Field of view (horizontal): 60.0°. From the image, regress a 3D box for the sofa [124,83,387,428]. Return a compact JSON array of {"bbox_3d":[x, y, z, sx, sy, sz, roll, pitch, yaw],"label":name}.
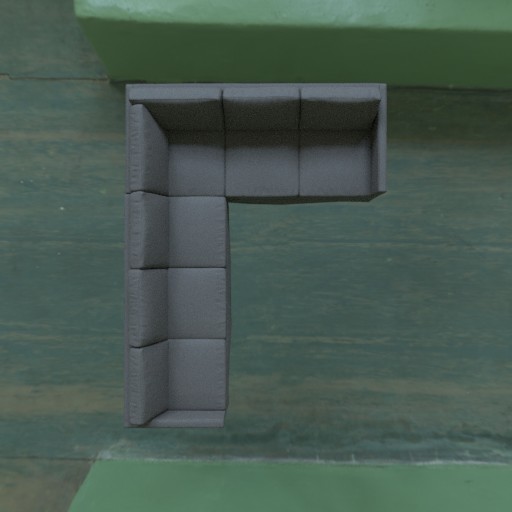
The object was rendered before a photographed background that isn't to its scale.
[{"bbox_3d":[0.000,0.000,4.316,2.432,0.871,3.182,0,90,0],"label":"sofa"}]
